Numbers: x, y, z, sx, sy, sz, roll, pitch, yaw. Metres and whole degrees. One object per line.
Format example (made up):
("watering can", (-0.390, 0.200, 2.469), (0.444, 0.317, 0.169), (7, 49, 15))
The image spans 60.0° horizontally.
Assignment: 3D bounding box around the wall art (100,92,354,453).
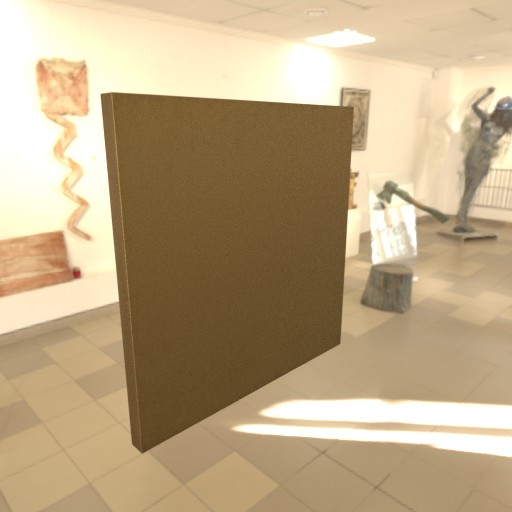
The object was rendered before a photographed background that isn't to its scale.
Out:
("wall art", (0.000, 0.000, 0.768), (0.503, 0.506, 0.030), (-15, 22, -42))
